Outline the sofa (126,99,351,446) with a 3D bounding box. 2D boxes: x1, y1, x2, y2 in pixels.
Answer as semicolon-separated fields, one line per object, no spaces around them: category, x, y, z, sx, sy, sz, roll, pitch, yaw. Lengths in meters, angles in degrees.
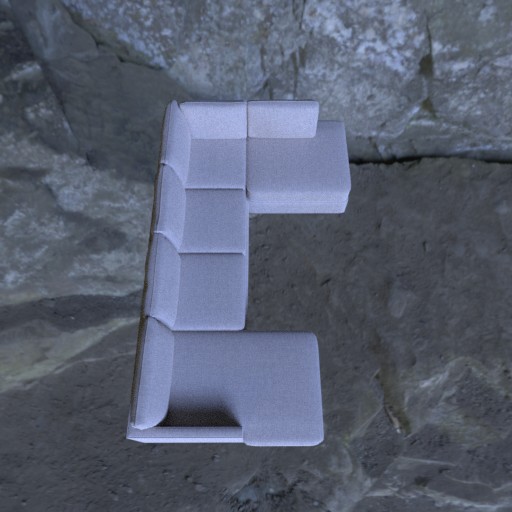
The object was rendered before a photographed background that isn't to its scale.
sofa;0.000;0.000;4.359;2.021;0.996;3.423;0;64;0
